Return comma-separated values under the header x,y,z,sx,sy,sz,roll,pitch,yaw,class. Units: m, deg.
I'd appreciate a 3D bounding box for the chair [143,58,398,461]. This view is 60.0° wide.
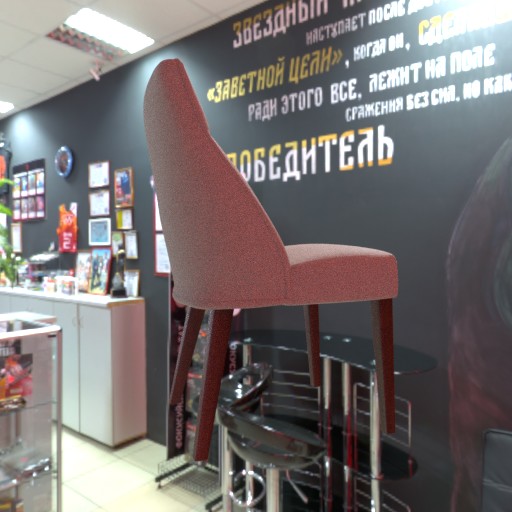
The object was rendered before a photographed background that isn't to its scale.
x,y,z,sx,sy,sz,roll,pitch,yaw,class
0.000,0.000,1.269,0.620,0.930,0.500,0,1,-19,chair
